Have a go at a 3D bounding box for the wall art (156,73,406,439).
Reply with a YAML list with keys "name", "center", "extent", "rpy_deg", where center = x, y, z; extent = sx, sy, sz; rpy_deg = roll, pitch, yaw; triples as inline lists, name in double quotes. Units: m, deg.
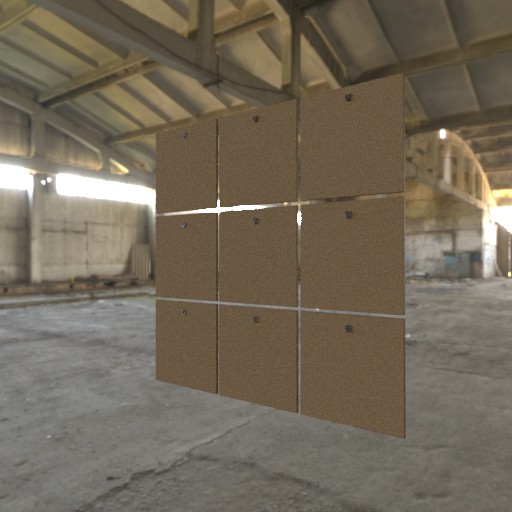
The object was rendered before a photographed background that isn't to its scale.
- name: "wall art"
  center: [0.000, 0.000, 1.835]
  extent: [1.221, 1.218, 0.019]
  rpy_deg: [0, 0, 36]
